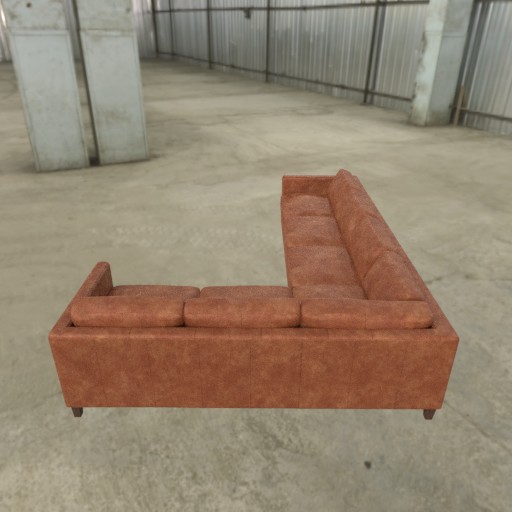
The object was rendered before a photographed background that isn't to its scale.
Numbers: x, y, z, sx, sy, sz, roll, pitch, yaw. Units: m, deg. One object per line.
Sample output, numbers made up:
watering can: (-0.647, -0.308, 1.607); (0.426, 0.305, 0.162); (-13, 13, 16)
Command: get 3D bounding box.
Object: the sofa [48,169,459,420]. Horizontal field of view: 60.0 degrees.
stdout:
sofa: (0.000, 0.000, 4.100); (2.438, 0.838, 3.167); (0, 28, 0)
